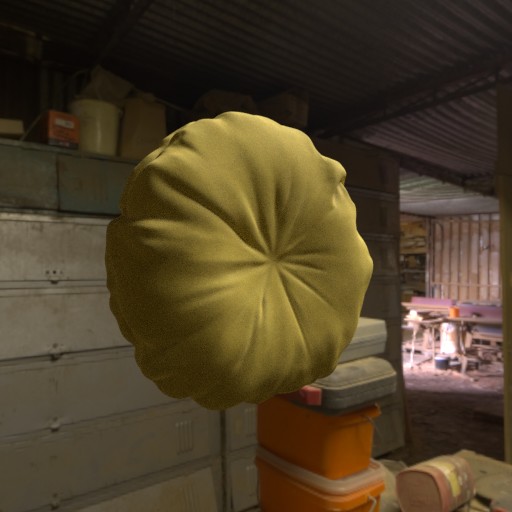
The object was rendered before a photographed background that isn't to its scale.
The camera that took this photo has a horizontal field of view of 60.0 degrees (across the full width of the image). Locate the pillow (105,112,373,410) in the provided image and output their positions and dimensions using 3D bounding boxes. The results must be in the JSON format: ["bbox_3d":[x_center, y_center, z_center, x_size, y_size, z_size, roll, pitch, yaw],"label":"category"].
[{"bbox_3d":[0.000,0.000,0.647,0.428,0.407,0.148,1,-2,-37],"label":"pillow"}]
